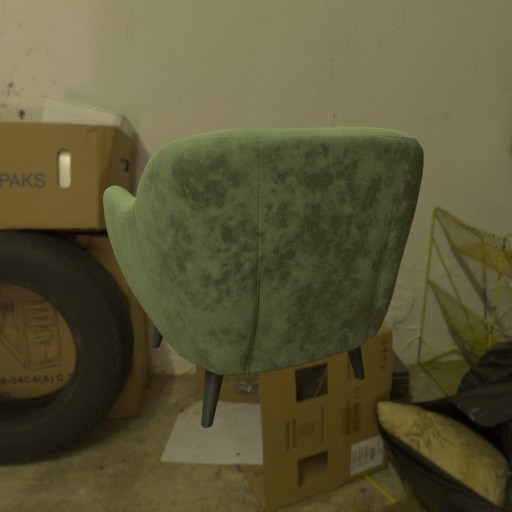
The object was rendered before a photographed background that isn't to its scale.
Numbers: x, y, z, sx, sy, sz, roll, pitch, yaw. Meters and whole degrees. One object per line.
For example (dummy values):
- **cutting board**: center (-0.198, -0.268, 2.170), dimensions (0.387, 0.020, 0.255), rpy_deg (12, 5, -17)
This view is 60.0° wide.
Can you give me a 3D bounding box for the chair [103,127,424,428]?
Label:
- **chair**: center (0.000, 0.000, 1.455), dimensions (0.840, 0.804, 0.819), rpy_deg (-8, 17, -26)
